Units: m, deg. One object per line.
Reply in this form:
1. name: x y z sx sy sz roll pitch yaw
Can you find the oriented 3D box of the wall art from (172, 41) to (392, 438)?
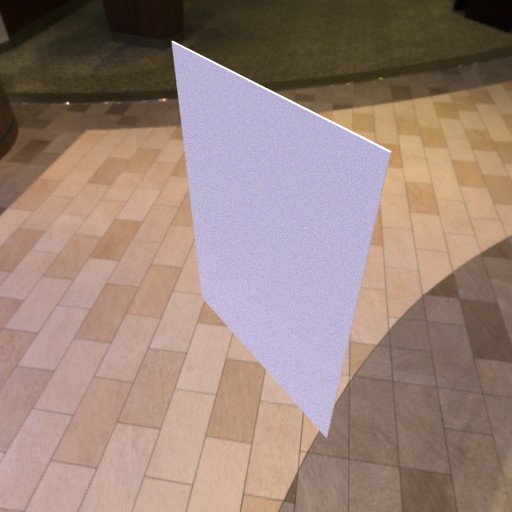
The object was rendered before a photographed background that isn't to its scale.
1. wall art: 0.000 0.000 0.788 0.003 0.610 0.457 -26 48 -26
